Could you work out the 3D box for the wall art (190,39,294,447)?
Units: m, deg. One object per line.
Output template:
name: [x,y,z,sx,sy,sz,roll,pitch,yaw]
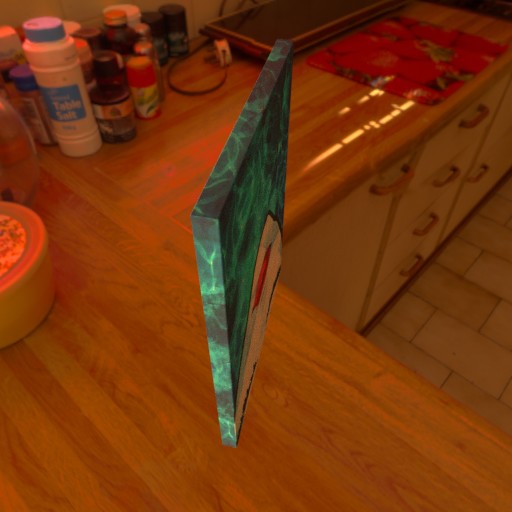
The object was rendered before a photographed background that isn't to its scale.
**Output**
wall art: [0.000,0.000,1.046,0.038,0.760,0.609,9,47,9]
